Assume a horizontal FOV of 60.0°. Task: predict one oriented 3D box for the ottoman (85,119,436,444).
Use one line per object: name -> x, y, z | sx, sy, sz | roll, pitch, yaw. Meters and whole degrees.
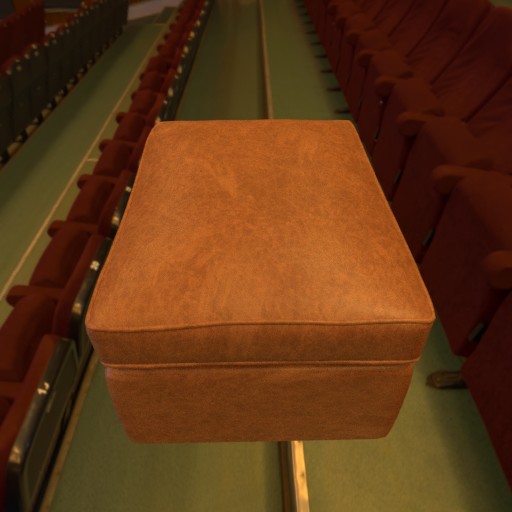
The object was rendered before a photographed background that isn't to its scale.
ottoman -> 0.000, 0.000, 1.062 | 0.554, 0.468, 0.756 | -1, 41, -1
